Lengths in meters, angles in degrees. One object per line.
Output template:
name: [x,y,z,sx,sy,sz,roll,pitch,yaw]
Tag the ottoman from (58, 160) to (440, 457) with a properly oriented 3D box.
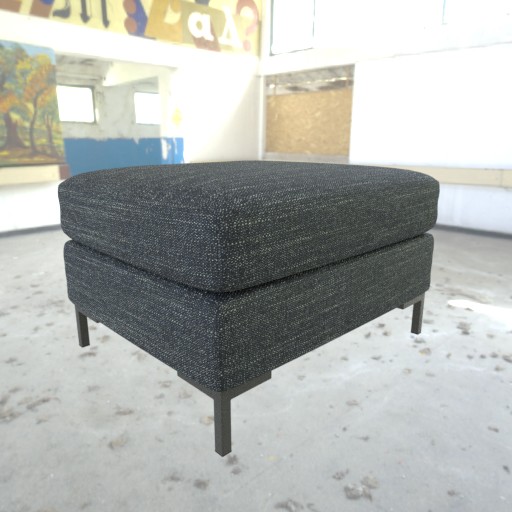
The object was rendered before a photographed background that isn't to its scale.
ottoman: [0.000,0.000,1.205,0.814,0.491,0.667,-14,20,-42]
